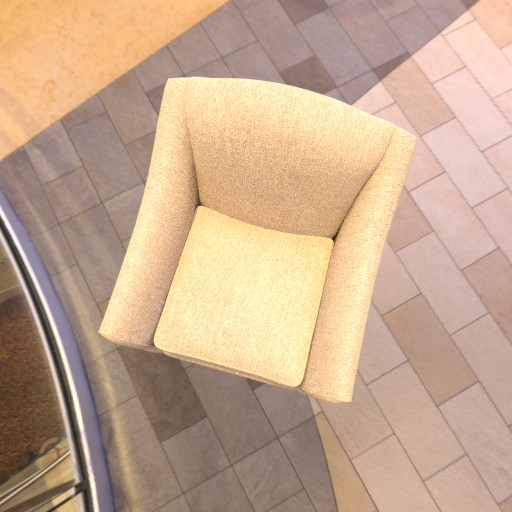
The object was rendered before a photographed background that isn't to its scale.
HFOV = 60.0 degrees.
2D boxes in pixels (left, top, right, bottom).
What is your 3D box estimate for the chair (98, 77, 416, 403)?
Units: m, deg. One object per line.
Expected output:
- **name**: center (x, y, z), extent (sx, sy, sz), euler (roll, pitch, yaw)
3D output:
- **chair**: center (0.000, 0.000, 1.482), extent (0.763, 0.839, 0.787), euler (15, 76, 4)
